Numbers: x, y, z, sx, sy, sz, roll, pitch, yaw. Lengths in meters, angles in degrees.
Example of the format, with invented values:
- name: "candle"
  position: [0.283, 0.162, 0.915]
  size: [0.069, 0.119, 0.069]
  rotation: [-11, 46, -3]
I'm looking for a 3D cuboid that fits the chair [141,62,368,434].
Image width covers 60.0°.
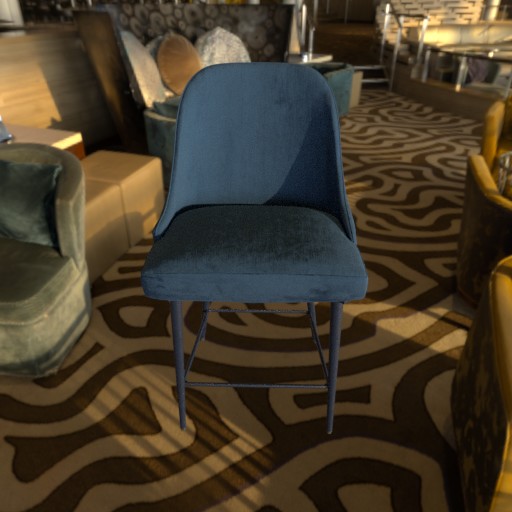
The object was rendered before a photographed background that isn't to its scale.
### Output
- name: "chair"
  position: [0.000, 0.000, 1.225]
  size: [0.526, 0.927, 0.489]
  rotation: [1, 31, 1]
